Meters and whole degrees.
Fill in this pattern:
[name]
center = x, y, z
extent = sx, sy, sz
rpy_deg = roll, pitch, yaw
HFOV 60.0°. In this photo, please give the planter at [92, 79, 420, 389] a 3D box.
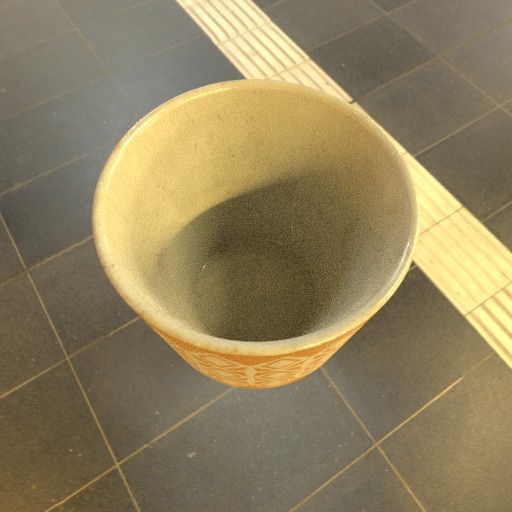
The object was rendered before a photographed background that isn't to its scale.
[planter]
center = 0.000, 0.000, 0.336
extent = 0.193, 0.165, 0.193
rpy_deg = 0, 63, 0
